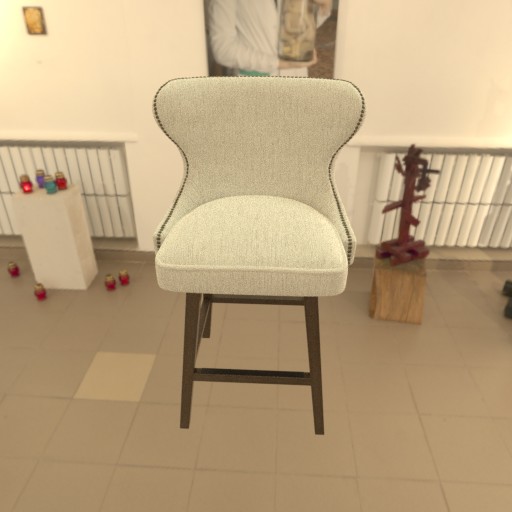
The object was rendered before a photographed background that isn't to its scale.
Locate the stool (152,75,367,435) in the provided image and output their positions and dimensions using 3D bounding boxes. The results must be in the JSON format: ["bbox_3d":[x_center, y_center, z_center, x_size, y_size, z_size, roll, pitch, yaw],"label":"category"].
[{"bbox_3d":[0.000,0.000,1.372,0.615,0.972,0.597,2,30,3],"label":"stool"}]
